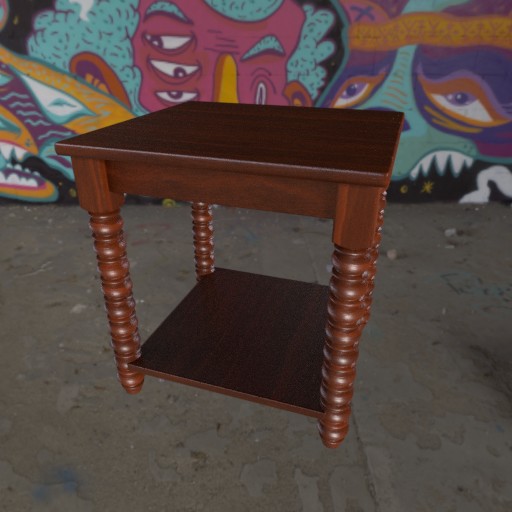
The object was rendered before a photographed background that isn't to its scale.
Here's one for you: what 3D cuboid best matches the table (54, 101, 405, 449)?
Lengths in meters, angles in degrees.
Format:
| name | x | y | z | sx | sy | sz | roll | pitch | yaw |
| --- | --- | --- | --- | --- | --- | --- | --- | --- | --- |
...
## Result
| name | x | y | z | sx | sy | sz | roll | pitch | yaw |
| --- | --- | --- | --- | --- | --- | --- | --- | --- | --- |
| table | 0.000 | 0.000 | 0.981 | 0.533 | 0.567 | 0.500 | 9 | 29 | 17 |
